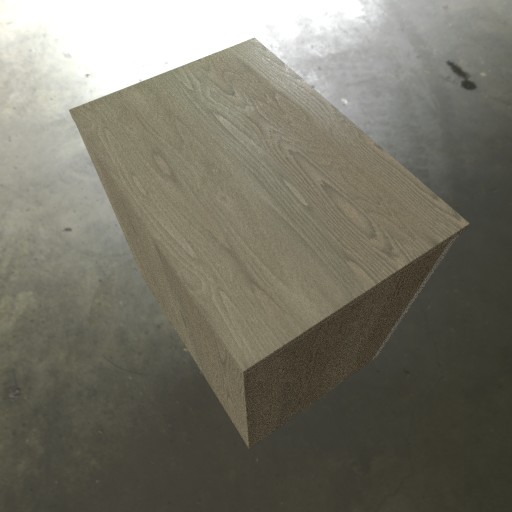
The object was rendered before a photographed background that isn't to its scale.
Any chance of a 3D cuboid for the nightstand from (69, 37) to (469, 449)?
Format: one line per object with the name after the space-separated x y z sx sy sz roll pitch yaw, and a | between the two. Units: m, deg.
0.000 0.000 0.756 0.325 0.461 0.442 -30 62 -17 | nightstand
